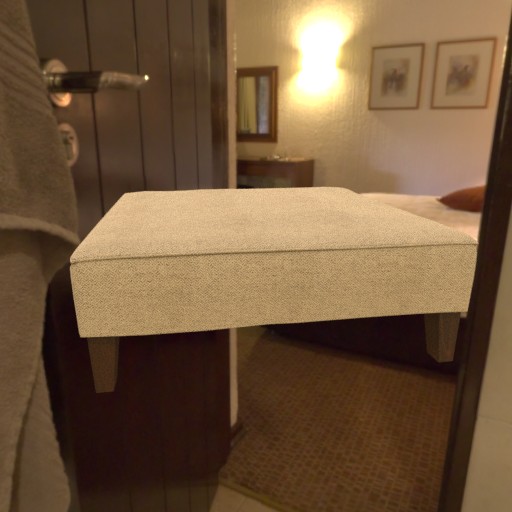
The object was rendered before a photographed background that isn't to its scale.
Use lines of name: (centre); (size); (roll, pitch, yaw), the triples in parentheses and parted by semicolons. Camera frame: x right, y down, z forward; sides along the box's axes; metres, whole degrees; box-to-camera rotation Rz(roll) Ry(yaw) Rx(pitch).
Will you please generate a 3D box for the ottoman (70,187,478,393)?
ottoman: (0.000, 0.000, 1.517); (0.982, 0.381, 0.973); (-3, 16, -9)
